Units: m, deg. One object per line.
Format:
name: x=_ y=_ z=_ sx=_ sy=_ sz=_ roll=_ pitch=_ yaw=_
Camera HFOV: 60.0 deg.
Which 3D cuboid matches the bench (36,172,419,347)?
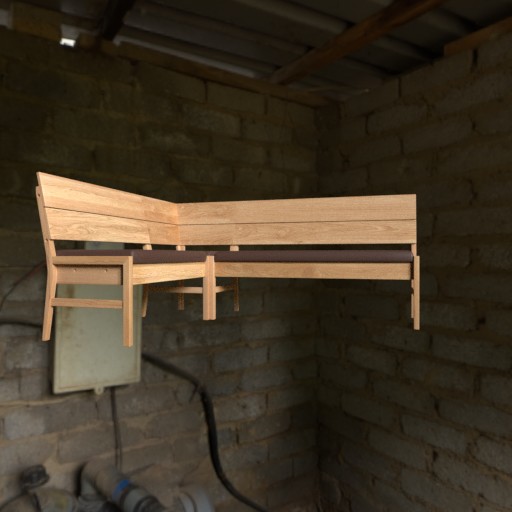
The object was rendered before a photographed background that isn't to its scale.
bench: x=0.000 y=0.000 z=2.796 sx=1.975 sy=0.890 sz=1.549 roll=0 pitch=0 yaw=17
